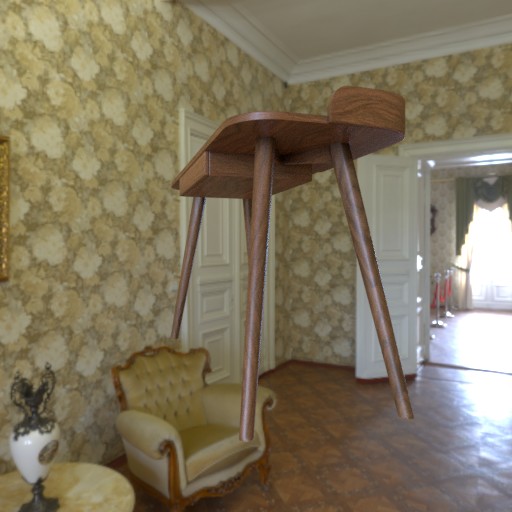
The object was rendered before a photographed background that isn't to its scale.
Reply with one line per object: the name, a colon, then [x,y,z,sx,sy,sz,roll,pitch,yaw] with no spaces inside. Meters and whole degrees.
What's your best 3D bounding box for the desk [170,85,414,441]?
desk: [0.000,0.000,1.622,0.486,0.800,1.256,0,0,-18]
